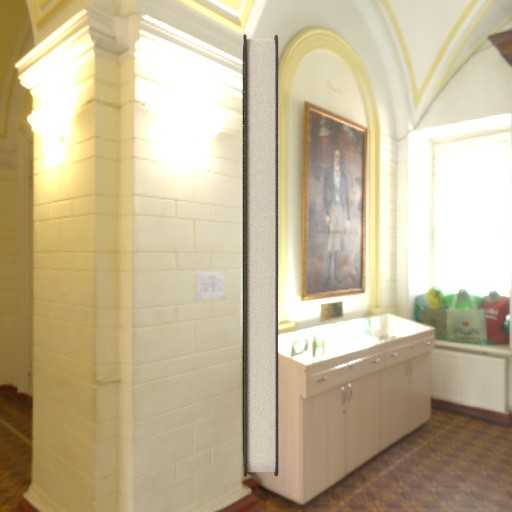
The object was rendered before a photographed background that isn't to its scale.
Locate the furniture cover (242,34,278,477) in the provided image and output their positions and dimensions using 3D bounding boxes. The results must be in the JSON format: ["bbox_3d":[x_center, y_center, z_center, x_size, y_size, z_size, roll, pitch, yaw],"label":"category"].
[{"bbox_3d":[0.000,0.000,0.378,0.023,0.281,0.216,0,0,-2],"label":"furniture cover"}]
